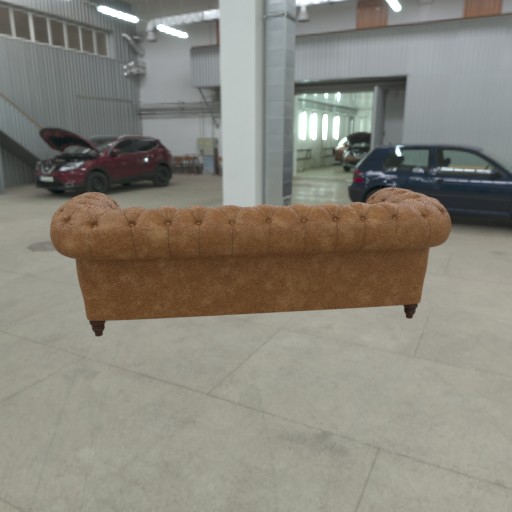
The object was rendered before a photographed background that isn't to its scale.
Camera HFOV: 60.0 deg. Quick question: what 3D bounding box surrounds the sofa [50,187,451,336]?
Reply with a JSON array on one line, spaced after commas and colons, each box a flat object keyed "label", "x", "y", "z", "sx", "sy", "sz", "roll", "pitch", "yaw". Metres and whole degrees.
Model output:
[{"label": "sofa", "x": 0.000, "y": 0.000, "z": 2.764, "sx": 2.365, "sy": 0.760, "sz": 0.989, "roll": -2, "pitch": 15, "yaw": -8}]
